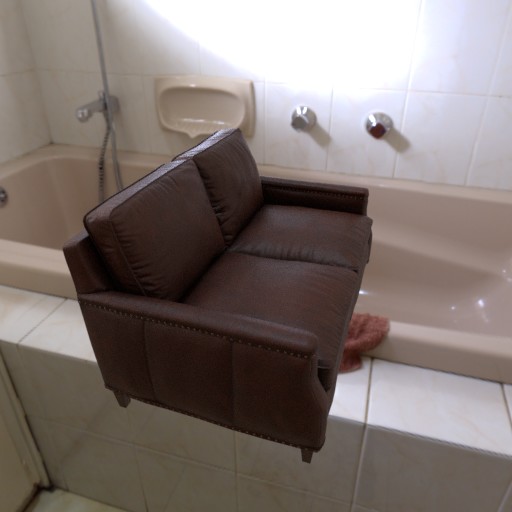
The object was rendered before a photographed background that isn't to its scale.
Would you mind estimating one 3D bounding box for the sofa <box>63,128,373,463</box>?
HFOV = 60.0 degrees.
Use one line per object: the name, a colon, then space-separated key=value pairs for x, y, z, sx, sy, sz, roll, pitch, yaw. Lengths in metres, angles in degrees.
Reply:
sofa: x=0.000 y=0.000 z=2.329 sx=1.083 sy=1.003 sz=1.628 roll=10 pitch=31 yaw=16
